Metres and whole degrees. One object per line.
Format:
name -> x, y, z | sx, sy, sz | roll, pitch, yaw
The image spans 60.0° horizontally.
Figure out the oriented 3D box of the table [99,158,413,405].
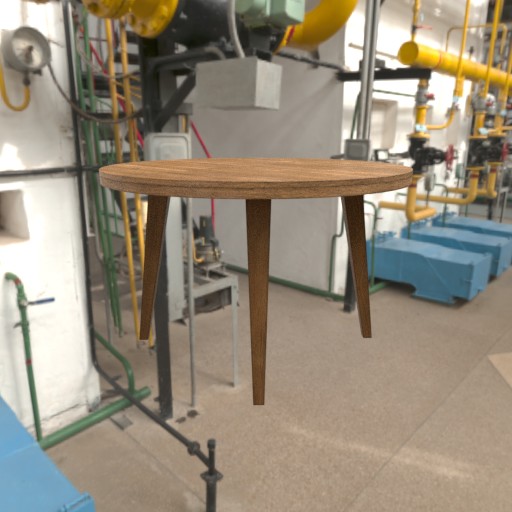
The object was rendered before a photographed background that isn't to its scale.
table -> 0.000, 0.000, 1.910 | 1.213, 0.764, 1.213 | 0, 16, 0
